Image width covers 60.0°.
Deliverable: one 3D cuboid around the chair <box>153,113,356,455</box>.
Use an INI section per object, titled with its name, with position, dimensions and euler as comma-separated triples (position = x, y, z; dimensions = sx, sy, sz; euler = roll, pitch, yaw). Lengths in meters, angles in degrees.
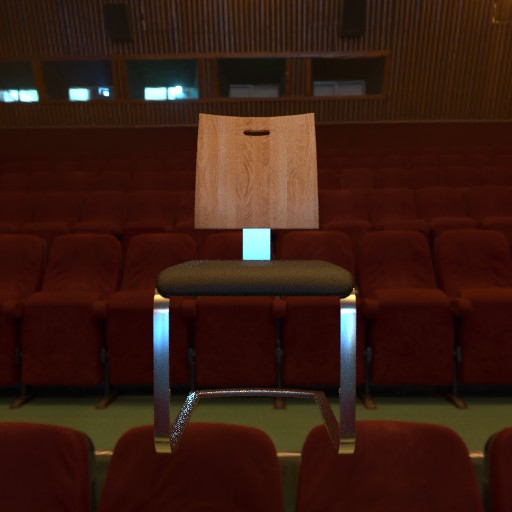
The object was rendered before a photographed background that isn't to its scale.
[chair]
position = 0.000, 0.000, 1.244
dimensions = 0.462, 0.936, 0.560
euler = 0, 0, 1
